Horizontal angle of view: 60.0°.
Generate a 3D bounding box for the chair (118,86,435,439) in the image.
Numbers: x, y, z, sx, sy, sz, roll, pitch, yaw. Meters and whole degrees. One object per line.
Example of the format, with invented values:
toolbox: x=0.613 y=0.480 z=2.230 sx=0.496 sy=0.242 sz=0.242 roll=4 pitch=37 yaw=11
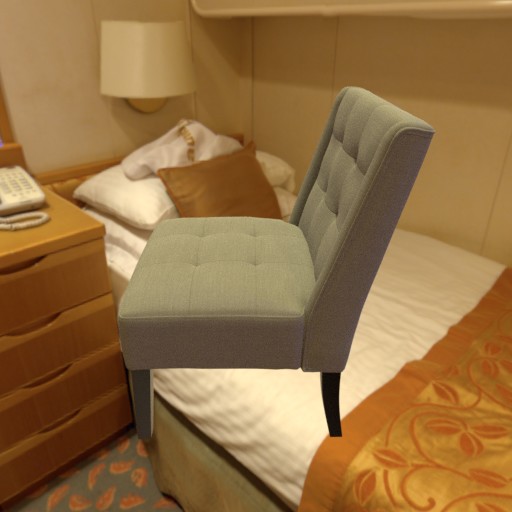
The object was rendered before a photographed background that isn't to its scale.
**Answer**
chair: x=0.000 y=0.000 z=1.260 sx=0.676 sy=0.853 sz=0.569 roll=0 pitch=28 yaw=-1
